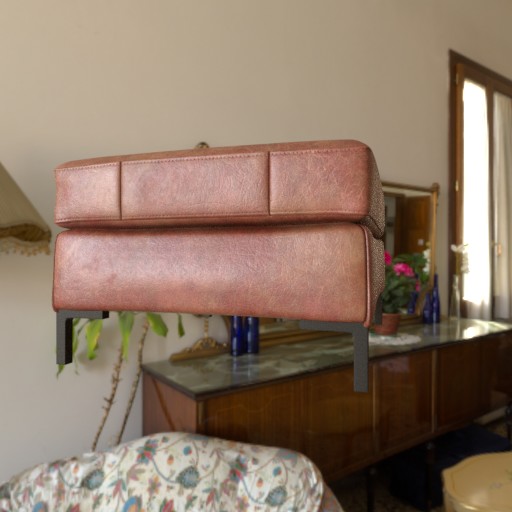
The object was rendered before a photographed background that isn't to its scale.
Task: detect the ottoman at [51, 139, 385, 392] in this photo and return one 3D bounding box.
[{"bbox_3d":[0.000,0.000,1.765,0.965,0.667,1.186,0,0,18],"label":"ottoman"}]
